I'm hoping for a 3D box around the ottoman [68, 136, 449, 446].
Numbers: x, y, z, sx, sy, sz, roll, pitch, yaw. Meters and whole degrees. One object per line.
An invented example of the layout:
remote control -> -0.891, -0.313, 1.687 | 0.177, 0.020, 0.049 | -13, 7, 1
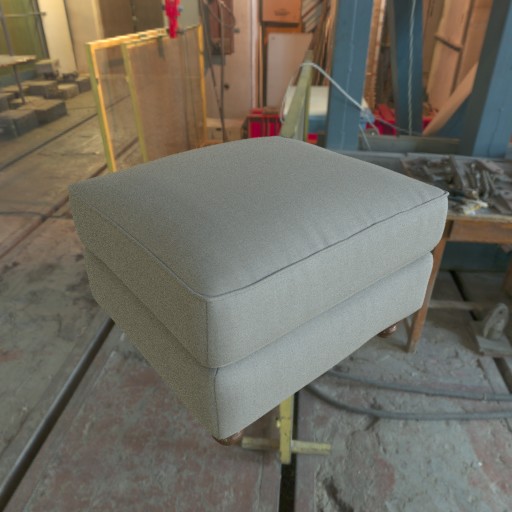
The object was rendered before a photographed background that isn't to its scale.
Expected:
ottoman -> 0.000, 0.000, 1.152 | 0.716, 0.505, 0.662 | -23, 38, -33
